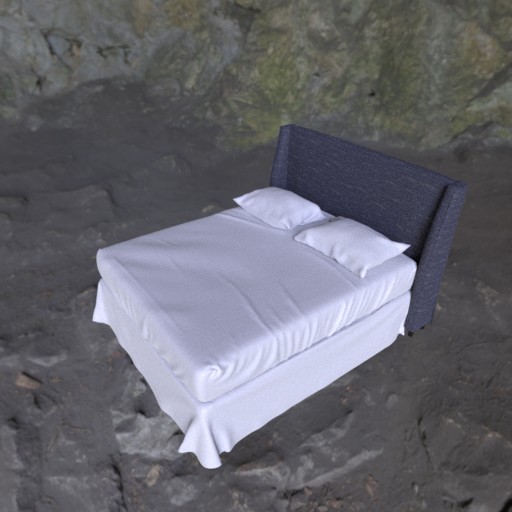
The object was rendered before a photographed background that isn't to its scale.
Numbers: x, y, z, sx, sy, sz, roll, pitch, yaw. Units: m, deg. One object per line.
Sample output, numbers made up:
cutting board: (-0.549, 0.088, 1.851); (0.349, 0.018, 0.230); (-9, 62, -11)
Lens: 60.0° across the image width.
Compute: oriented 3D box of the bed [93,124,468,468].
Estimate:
bed: (0.000, 0.000, 3.470); (2.276, 1.332, 1.925); (-21, 38, -30)
